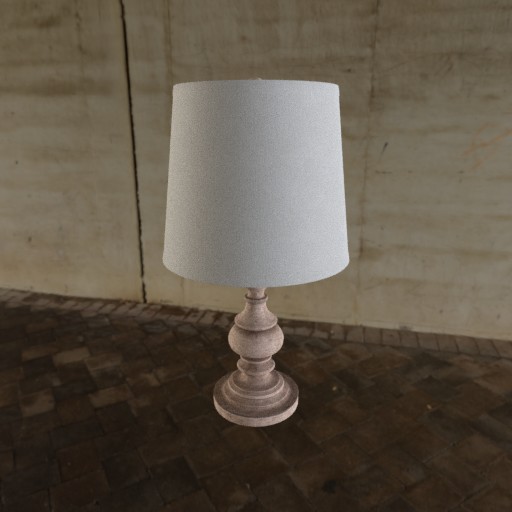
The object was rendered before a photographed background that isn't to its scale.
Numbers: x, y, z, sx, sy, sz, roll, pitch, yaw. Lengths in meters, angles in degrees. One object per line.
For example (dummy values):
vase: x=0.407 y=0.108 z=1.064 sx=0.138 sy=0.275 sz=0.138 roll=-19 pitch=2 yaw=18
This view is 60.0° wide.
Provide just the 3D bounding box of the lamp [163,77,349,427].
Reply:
lamp: x=0.000 y=0.000 z=0.662 sx=0.273 sy=0.497 sz=0.273 roll=0 pitch=17 yaw=0
